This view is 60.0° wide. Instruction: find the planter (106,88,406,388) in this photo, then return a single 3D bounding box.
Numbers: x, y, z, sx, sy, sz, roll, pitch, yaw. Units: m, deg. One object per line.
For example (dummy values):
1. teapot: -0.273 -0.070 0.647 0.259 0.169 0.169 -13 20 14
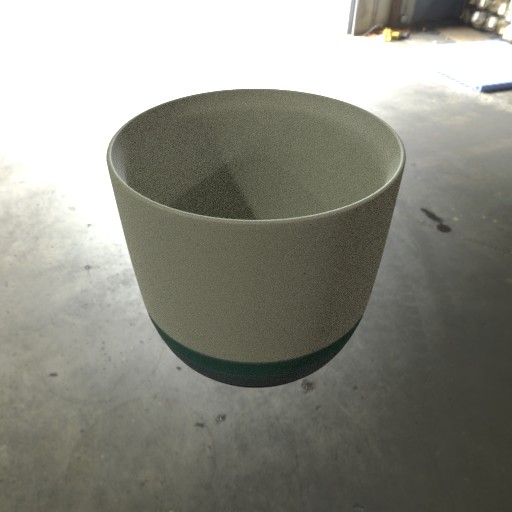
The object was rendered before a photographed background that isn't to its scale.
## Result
1. planter: 0.000 0.000 0.378 0.204 0.214 0.204 0 40 0
